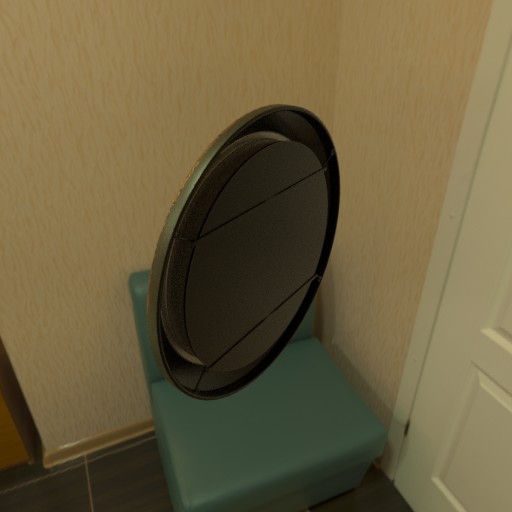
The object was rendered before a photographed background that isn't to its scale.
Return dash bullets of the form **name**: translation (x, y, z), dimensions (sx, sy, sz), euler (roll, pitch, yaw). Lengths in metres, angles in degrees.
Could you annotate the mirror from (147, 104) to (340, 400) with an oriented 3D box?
- **mirror**: translation (0.000, 0.000, 1.379), dimensions (0.111, 0.907, 0.907), euler (21, 37, 31)
